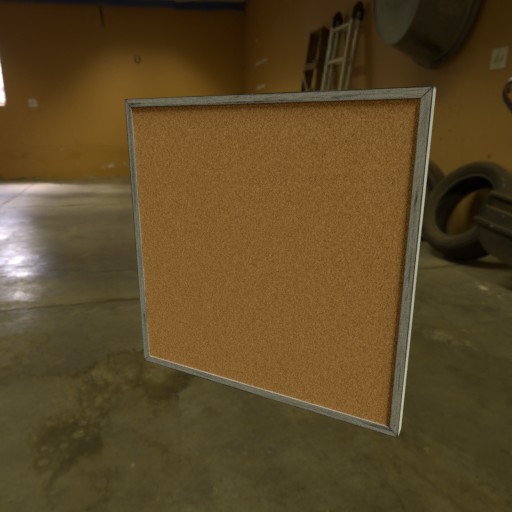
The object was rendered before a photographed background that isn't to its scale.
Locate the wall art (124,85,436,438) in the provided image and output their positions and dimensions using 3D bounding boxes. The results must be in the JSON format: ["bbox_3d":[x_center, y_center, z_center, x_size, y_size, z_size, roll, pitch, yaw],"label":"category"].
[{"bbox_3d":[0.000,0.000,1.106,0.761,0.761,0.037,8,18,27],"label":"wall art"}]
